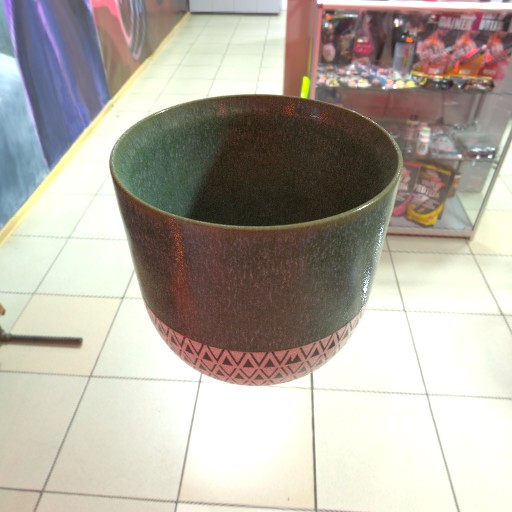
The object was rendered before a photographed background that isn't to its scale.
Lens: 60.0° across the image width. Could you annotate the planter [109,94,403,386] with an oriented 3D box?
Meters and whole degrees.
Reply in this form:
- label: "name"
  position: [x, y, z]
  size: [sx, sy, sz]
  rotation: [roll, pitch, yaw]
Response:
- label: "planter"
  position: [0.000, 0.000, 0.498]
  size: [0.266, 0.270, 0.266]
  rotation: [0, 40, 0]
